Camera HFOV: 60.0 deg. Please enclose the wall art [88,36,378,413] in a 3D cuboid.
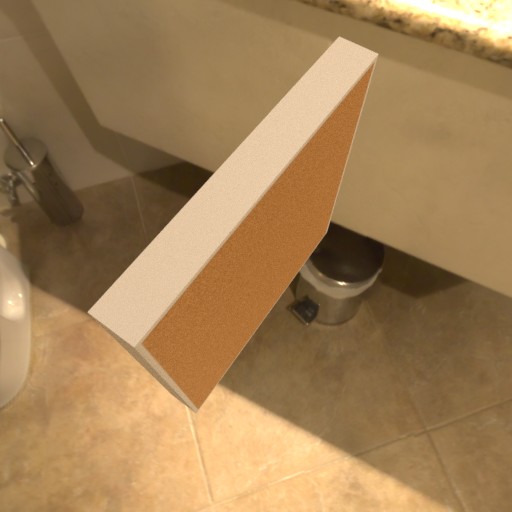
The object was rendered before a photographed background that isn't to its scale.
[{"bbox_3d":[0.000,0.000,0.458,0.038,0.304,0.305,32,68,15],"label":"wall art"}]
